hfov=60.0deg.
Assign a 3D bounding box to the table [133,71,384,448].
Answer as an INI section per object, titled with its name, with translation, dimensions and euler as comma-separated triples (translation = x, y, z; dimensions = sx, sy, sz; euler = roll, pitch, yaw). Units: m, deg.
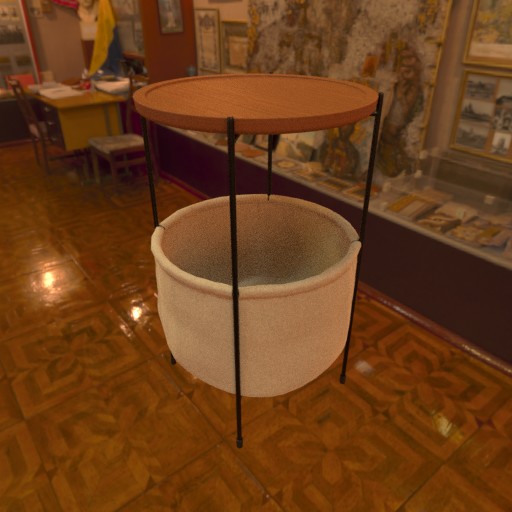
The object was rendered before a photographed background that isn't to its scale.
[table]
translation = 0.000, 0.000, 0.871
dimensions = 0.393, 0.623, 0.393
euler = -20, 36, -31
